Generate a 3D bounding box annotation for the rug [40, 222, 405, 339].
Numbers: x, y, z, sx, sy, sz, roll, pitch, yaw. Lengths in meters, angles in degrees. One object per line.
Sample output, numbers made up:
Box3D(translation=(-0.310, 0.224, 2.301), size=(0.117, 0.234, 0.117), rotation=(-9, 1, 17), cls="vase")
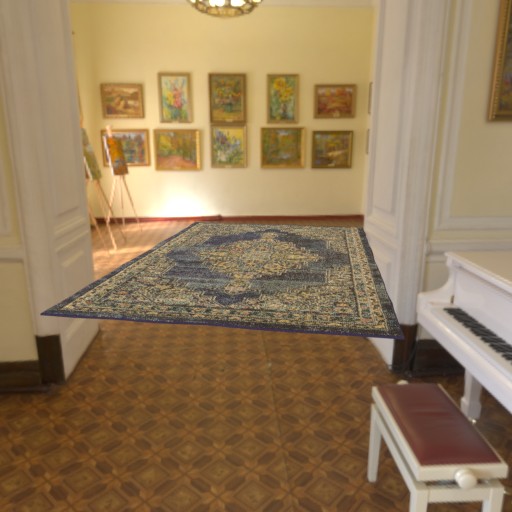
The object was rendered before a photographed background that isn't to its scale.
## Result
Box3D(translation=(0.000, 0.000, 2.241), size=(1.184, 0.012, 1.781), rotation=(2, 15, 9), cls="rug")
